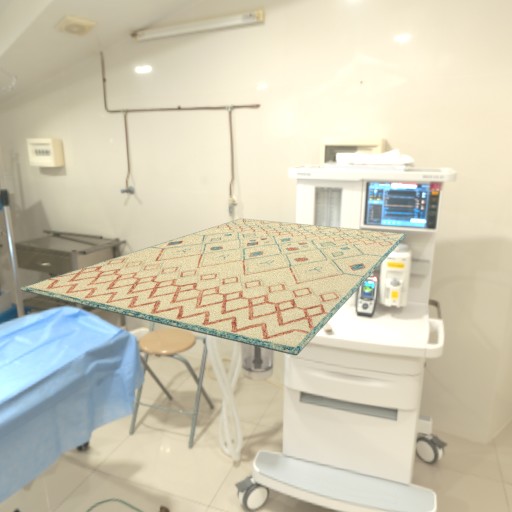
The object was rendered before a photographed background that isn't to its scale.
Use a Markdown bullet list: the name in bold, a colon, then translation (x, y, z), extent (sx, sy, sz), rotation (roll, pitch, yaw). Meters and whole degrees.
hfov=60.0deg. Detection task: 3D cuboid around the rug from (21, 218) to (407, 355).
- **rug**: translation (0.000, 0.000, 2.320), extent (1.219, 0.016, 1.829), rotation (8, 17, 27)
